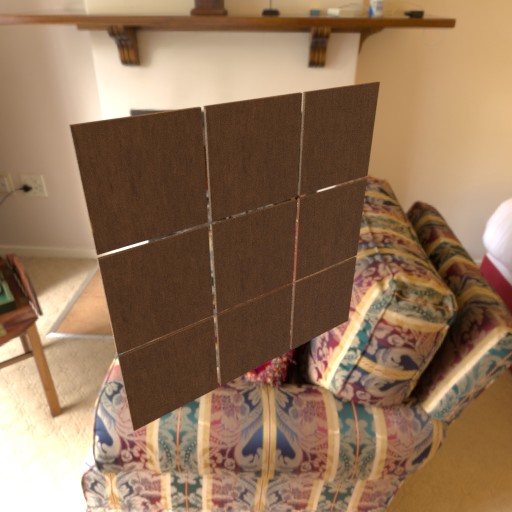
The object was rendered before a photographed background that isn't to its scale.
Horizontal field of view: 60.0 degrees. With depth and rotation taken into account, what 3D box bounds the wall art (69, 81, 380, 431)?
[{"bbox_3d":[0.000,0.000,1.785,1.215,1.213,0.013,-20,36,-30],"label":"wall art"}]
